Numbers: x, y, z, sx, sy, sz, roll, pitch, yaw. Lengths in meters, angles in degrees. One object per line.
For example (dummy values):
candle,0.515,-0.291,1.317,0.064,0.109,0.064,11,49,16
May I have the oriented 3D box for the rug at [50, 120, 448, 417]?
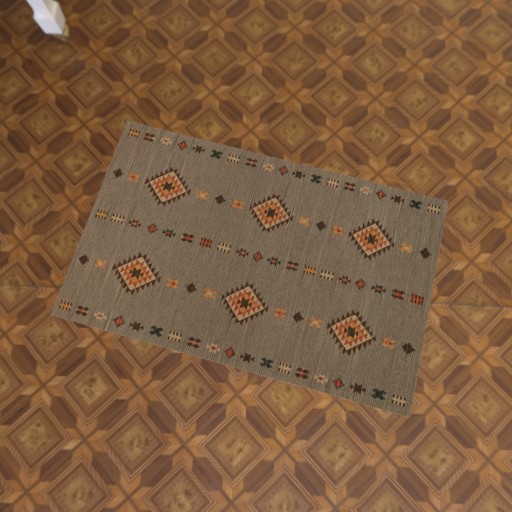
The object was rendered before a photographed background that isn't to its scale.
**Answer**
rug,0.000,0.000,3.059,2.427,0.007,1.515,15,76,4
